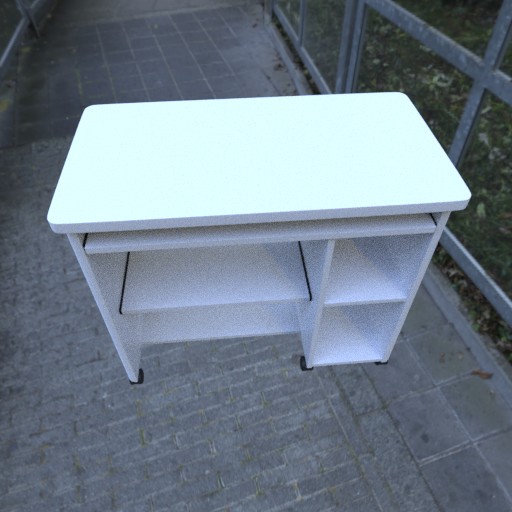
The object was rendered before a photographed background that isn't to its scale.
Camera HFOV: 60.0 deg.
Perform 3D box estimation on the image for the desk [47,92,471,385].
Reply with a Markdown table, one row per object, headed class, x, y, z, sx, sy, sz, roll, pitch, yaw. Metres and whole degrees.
| class | x | y | z | sx | sy | sz | roll | pitch | yaw |
| --- | --- | --- | --- | --- | --- | --- | --- | --- | --- |
| desk | 0.000 | 0.000 | 1.331 | 0.877 | 0.763 | 0.475 | -4 | 47 | -3 |
